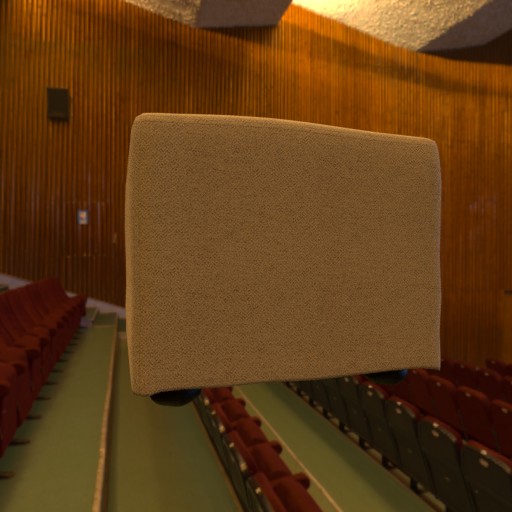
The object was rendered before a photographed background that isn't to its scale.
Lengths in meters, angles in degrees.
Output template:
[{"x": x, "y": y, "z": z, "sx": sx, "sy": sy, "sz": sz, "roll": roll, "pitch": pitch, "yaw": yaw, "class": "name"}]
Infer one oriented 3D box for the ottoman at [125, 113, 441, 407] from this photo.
[{"x": 0.000, "y": 0.000, "z": 0.913, "sx": 0.512, "sy": 0.453, "sz": 0.521, "roll": 0, "pitch": 0, "yaw": -17, "class": "ottoman"}]
